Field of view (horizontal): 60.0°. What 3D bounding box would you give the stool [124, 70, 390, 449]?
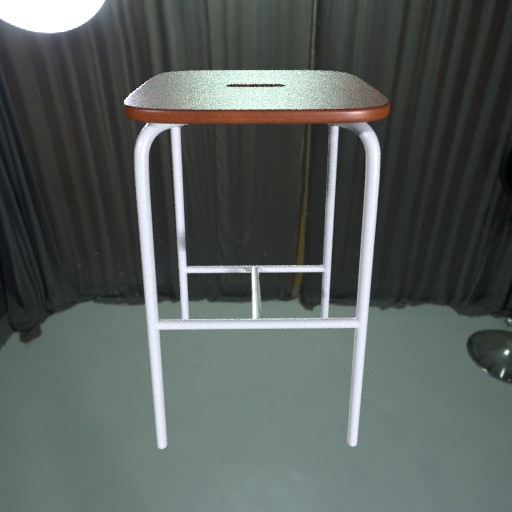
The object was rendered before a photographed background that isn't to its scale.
[{"bbox_3d":[0.000,0.000,0.839,0.376,0.610,0.376,0,30,-1],"label":"stool"}]
